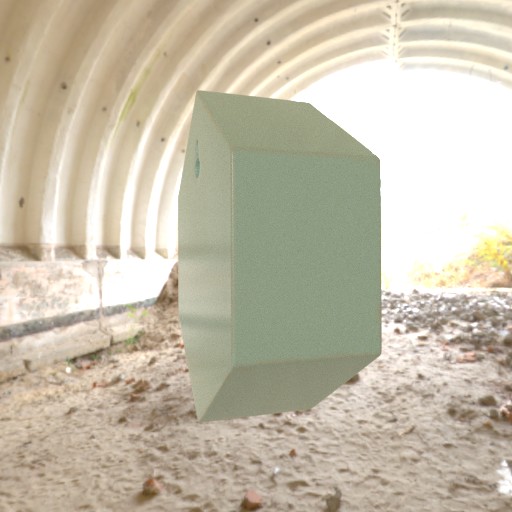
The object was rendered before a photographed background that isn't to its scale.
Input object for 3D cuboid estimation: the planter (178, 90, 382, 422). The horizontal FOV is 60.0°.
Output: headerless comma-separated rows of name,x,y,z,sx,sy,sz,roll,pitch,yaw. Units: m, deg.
planter,0.000,0.000,0.288,0.078,0.207,0.169,0,0,-18
